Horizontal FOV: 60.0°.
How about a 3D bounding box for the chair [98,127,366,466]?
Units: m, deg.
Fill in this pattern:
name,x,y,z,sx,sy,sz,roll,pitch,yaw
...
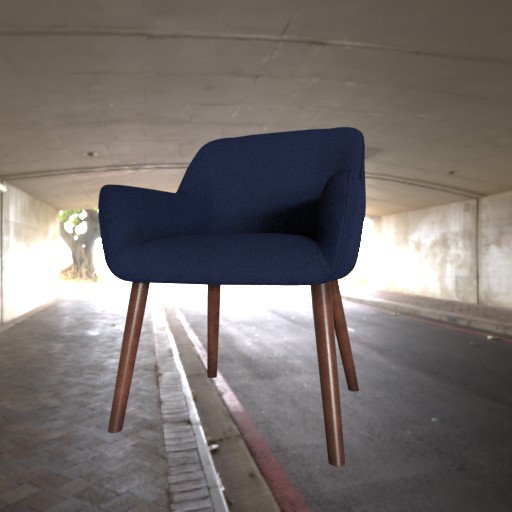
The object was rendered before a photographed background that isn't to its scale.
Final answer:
name,x,y,z,sx,sy,sz,roll,pitch,yaw
chair,0.000,0.000,1.214,0.600,0.820,0.600,0,0,19
